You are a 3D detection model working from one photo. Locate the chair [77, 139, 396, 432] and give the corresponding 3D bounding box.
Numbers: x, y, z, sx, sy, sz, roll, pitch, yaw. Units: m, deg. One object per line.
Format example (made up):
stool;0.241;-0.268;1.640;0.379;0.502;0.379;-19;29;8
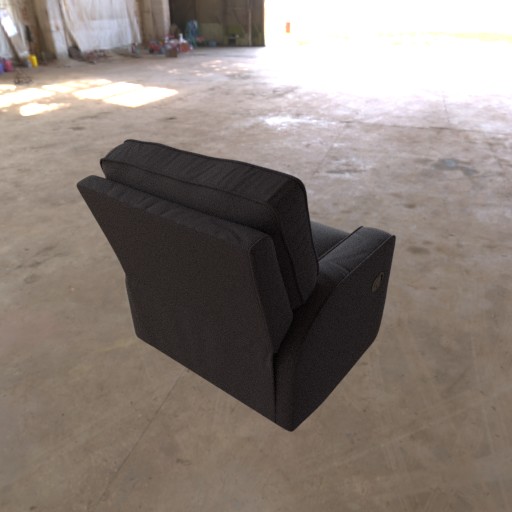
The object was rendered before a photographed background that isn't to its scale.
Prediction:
chair;0.000;0.000;1.741;0.861;0.962;0.964;21;36;33
